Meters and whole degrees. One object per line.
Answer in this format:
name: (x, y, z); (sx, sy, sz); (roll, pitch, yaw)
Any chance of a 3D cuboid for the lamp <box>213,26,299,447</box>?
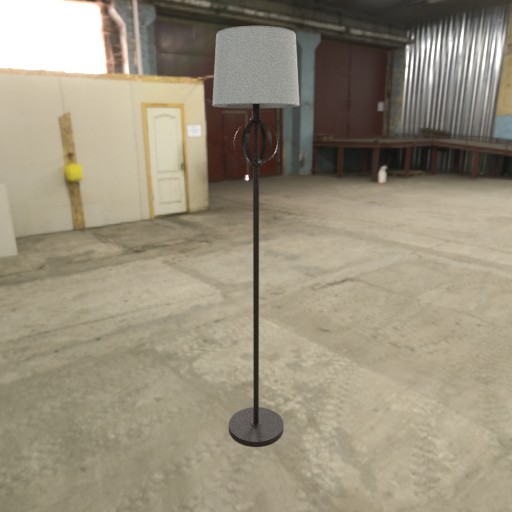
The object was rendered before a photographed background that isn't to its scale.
lamp: (0.000, 0.000, 1.609); (0.286, 1.462, 0.286); (-3, 16, -9)
